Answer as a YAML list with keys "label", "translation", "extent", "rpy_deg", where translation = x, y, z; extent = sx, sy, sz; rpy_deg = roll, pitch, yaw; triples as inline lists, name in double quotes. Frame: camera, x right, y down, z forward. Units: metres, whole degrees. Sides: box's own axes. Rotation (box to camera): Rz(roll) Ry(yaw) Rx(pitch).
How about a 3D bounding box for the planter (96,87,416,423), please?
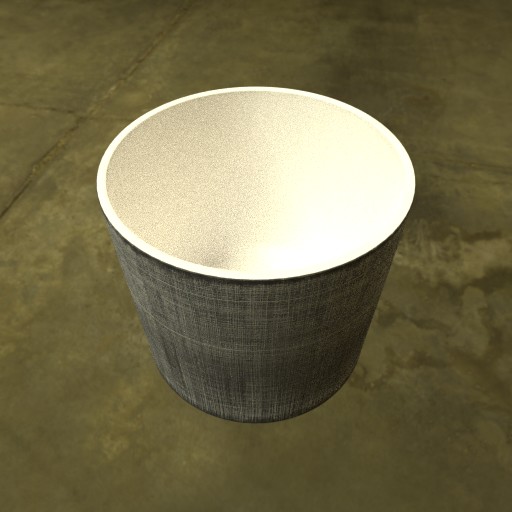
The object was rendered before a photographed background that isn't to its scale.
- label: "planter"
  translation: [0.000, 0.000, 0.389]
  extent: [0.221, 0.201, 0.221]
  rpy_deg: [0, 47, 0]
